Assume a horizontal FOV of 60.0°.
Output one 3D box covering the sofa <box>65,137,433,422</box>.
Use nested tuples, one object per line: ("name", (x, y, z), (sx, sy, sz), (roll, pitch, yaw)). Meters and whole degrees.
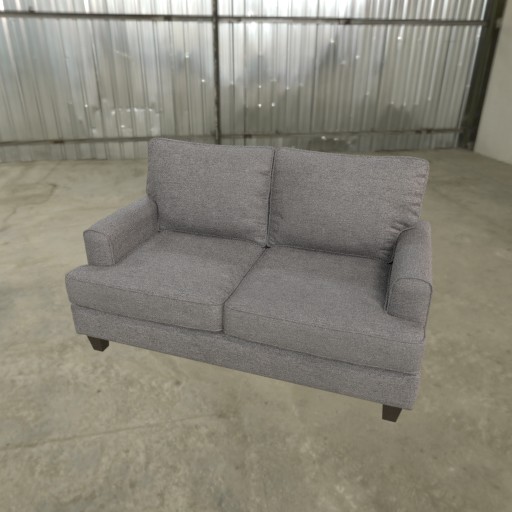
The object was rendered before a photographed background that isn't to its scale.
("sofa", (0.000, 0.000, 2.224), (1.651, 0.965, 0.965), (8, 27, 17))
